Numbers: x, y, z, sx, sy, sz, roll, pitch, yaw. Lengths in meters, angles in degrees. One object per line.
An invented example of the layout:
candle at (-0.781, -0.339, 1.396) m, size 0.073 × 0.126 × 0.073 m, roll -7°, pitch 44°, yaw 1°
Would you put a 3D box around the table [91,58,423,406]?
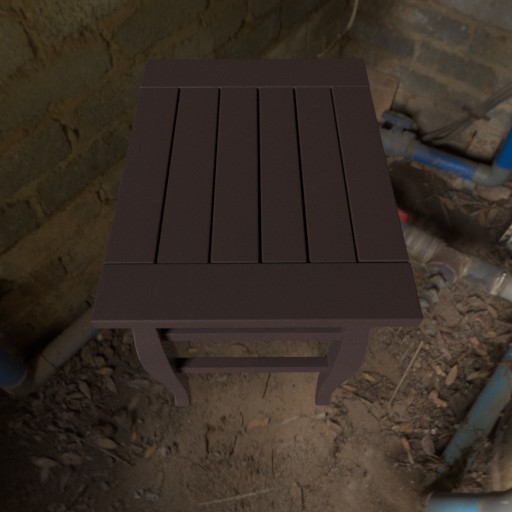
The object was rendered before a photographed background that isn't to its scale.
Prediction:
table at (0.000, 0.000, 1.026) m, size 0.460 × 0.605 × 0.602 m, roll 0°, pitch 57°, yaw 0°
